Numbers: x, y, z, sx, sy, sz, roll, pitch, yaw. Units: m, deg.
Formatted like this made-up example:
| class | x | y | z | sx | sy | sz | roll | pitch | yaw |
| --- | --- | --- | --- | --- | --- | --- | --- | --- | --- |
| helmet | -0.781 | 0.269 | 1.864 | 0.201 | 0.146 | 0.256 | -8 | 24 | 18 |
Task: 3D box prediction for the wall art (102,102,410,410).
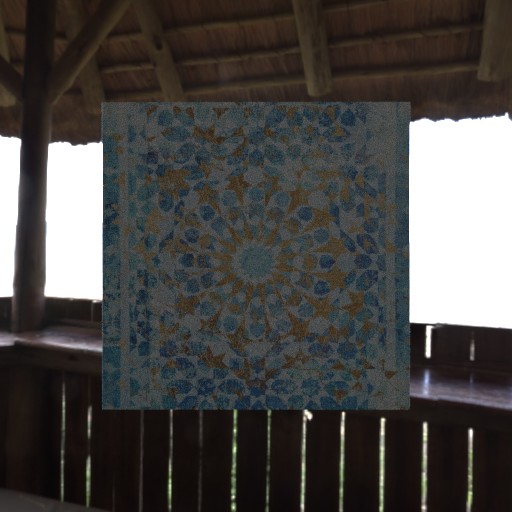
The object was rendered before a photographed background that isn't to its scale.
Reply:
| class | x | y | z | sx | sy | sz | roll | pitch | yaw |
| --- | --- | --- | --- | --- | --- | --- | --- | --- | --- |
| wall art | 0.000 | 0.000 | 0.601 | 0.405 | 0.405 | 0.037 | 0 | 0 | 0 |
